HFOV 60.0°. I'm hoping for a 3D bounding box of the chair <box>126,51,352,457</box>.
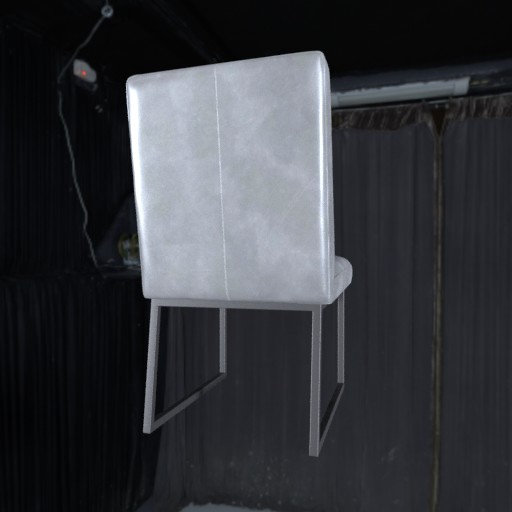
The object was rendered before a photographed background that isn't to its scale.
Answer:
[{"bbox_3d":[0.000,0.000,1.339,0.520,0.930,0.634,0,0,17],"label":"chair"}]
